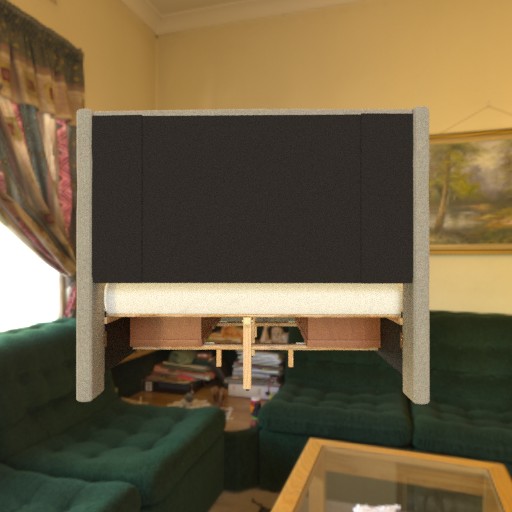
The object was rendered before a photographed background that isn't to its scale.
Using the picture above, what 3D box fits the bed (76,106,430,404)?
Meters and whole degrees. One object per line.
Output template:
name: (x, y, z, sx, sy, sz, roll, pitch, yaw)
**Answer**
bed: (0.000, 0.000, 3.322, 1.774, 1.491, 2.222, 0, 0, 1)
